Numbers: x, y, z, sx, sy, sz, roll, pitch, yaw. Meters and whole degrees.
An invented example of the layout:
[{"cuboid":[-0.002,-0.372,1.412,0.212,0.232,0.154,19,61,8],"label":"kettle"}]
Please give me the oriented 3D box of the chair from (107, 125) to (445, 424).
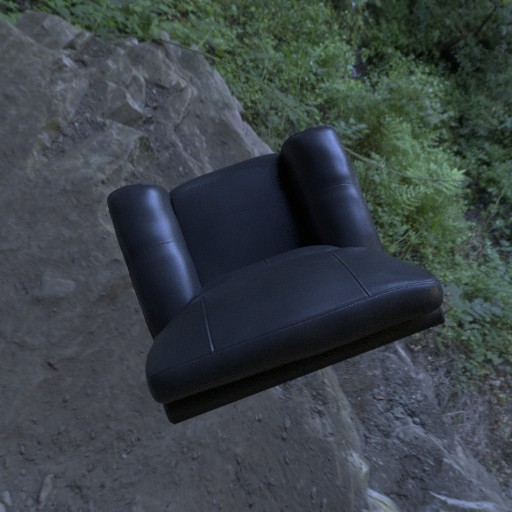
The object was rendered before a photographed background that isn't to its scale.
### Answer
[{"cuboid":[0.000,0.000,1.989,1.096,1.109,1.087,-19,76,-5],"label":"chair"}]
